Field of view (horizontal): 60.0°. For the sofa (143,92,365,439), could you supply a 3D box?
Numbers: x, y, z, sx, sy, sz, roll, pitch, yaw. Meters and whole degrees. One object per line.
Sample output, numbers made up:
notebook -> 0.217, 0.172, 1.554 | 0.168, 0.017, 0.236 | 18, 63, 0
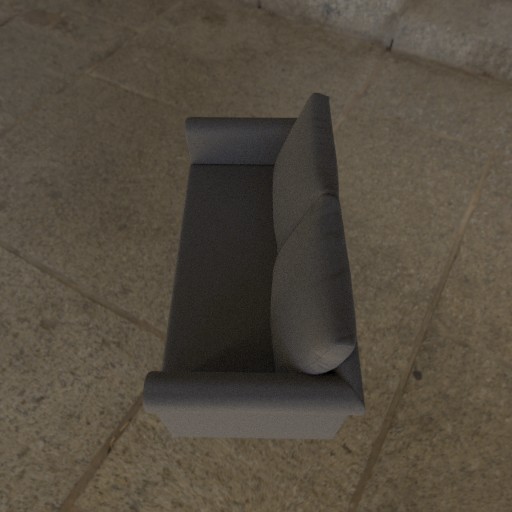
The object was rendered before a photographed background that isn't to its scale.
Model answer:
sofa -> 0.000, 0.000, 2.006 | 0.741, 0.872, 1.460 | 1, 56, 0
